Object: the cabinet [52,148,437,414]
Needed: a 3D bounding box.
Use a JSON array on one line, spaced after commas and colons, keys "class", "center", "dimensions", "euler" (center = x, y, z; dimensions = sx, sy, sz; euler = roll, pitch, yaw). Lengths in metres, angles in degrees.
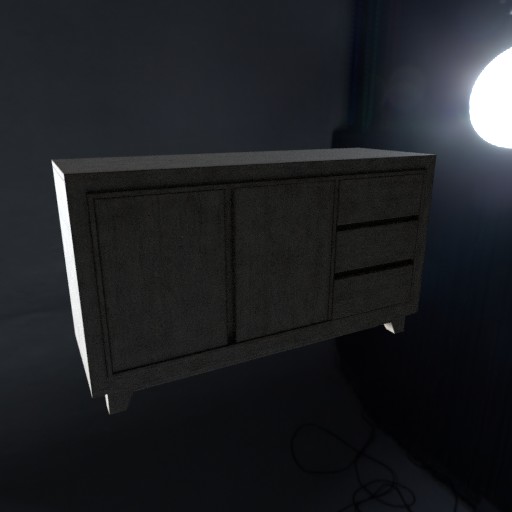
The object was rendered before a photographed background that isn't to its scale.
[{"class": "cabinet", "center": [0.000, 0.000, 1.885], "dimensions": [1.460, 0.825, 0.511], "euler": [-9, 19, -26]}]
